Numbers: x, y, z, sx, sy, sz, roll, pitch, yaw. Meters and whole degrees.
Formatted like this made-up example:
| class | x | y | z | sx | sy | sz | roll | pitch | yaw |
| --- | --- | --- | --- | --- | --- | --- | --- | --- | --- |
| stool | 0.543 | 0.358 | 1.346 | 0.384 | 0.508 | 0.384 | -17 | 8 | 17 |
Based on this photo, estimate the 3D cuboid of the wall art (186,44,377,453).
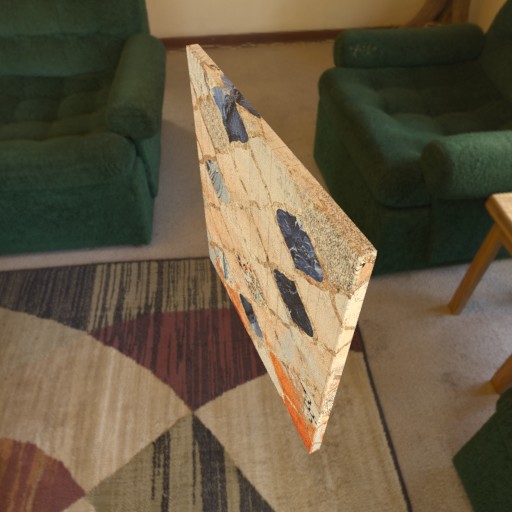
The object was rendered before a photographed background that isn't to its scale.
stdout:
| class | x | y | z | sx | sy | sz | roll | pitch | yaw |
| --- | --- | --- | --- | --- | --- | --- | --- | --- | --- |
| wall art | 0.000 | 0.000 | 1.339 | 0.039 | 0.914 | 0.912 | -18 | 50 | -16 |
